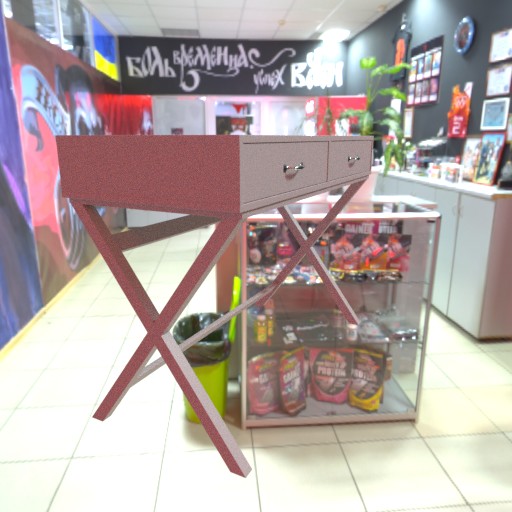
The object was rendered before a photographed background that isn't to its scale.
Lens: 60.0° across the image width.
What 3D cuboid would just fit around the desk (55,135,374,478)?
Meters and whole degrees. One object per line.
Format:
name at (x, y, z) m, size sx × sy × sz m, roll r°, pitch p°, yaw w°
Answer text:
desk at (0.000, 0.000, 1.489) m, size 0.525 × 0.780 × 1.057 m, roll 8°, pitch 17°, yaw 27°
